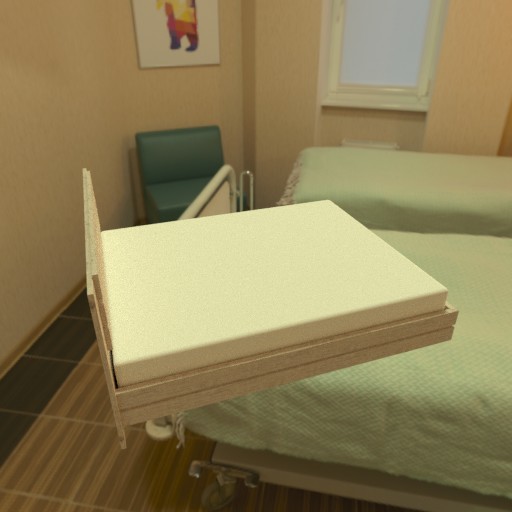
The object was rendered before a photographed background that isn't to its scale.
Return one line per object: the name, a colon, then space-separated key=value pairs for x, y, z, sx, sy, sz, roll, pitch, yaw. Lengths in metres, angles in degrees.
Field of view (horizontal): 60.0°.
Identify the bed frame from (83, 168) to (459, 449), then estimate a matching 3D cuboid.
bed frame: x=0.000 y=0.000 z=3.062 sx=2.080 sy=0.970 sz=1.750 roll=-10 pitch=31 yaw=-17
